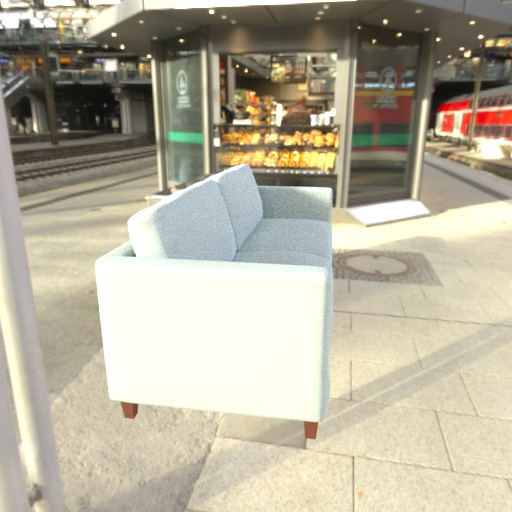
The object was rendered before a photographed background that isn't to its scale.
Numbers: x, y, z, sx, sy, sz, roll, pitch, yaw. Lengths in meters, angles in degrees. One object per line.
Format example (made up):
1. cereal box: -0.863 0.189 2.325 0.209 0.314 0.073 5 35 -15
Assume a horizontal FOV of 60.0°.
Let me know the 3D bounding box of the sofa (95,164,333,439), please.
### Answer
1. sofa: 0.000 0.000 2.753 0.951 0.965 2.208 3 17 9
